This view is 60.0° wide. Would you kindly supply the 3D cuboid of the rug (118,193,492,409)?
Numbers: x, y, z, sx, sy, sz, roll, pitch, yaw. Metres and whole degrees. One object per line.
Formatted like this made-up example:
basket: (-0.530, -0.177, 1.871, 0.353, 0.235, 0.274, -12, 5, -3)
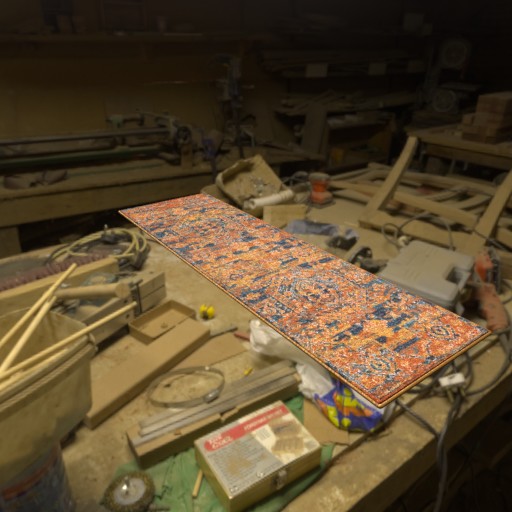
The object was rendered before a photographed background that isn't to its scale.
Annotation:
rug: (0.000, 0.000, 1.938, 0.556, 0.013, 1.820, -18, 31, -32)
